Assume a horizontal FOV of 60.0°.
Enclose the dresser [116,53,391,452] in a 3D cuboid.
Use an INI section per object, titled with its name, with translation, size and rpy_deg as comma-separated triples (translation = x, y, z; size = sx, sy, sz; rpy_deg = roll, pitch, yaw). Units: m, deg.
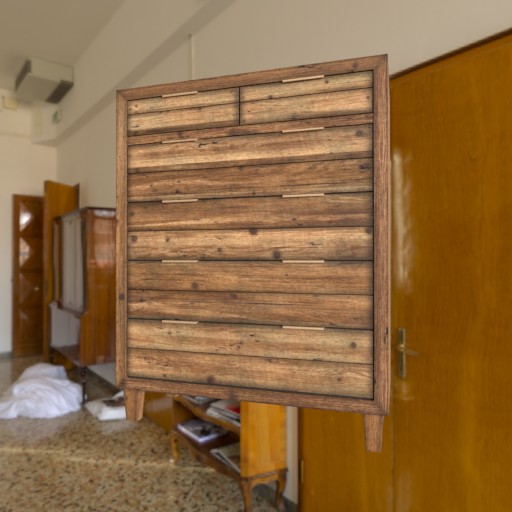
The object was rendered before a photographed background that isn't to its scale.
[dresser]
translation = 0.000, 0.000, 1.851
size = 1.067, 1.359, 0.438
rpy_deg = 0, 0, 18
